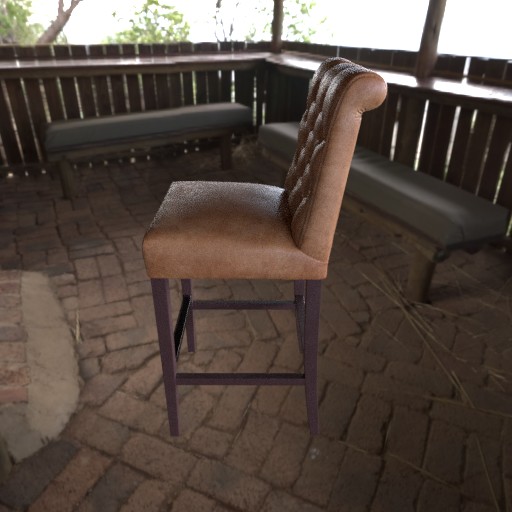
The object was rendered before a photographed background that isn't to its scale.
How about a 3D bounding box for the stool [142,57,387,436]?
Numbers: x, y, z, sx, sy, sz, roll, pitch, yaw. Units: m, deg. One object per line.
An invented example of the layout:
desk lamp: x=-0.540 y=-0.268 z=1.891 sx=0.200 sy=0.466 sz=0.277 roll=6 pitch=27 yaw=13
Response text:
stool: x=0.000 y=0.000 z=1.422 sx=0.601 sy=1.140 sz=0.493 roll=0 pitch=28 yaw=0
